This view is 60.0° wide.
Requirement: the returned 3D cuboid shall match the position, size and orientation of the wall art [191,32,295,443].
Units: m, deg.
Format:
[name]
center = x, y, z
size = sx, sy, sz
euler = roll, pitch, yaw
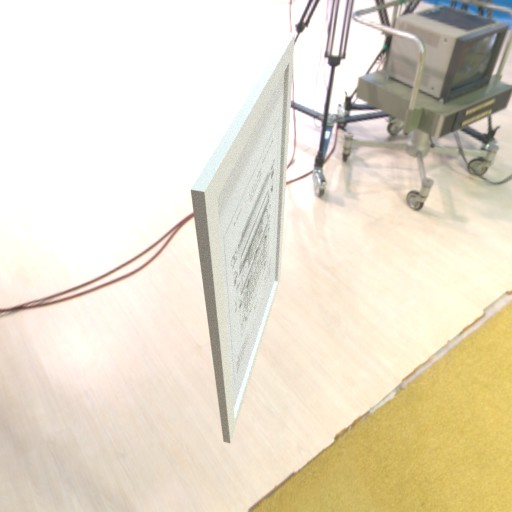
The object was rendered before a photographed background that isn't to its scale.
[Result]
[wall art]
center = 0.000, 0.000, 0.693
size = 0.013, 0.533, 0.381
euler = 11, 47, 10
